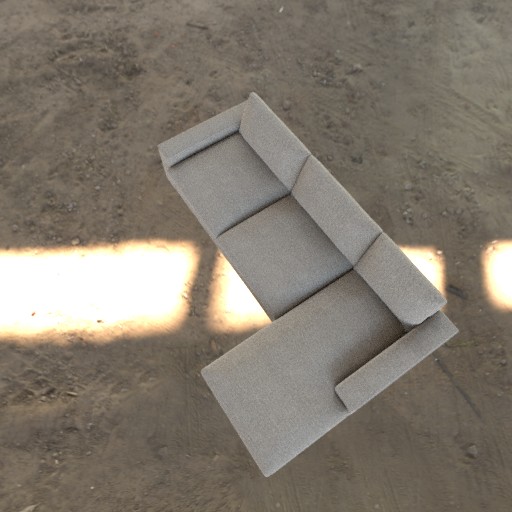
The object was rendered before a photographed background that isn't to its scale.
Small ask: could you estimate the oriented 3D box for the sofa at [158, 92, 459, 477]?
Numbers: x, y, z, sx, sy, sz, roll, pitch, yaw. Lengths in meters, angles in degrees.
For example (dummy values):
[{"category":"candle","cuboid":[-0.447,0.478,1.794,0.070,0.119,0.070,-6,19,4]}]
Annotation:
[{"category":"sofa","cuboid":[0.000,0.000,3.551,1.689,0.813,2.718,-31,68,-14]}]
